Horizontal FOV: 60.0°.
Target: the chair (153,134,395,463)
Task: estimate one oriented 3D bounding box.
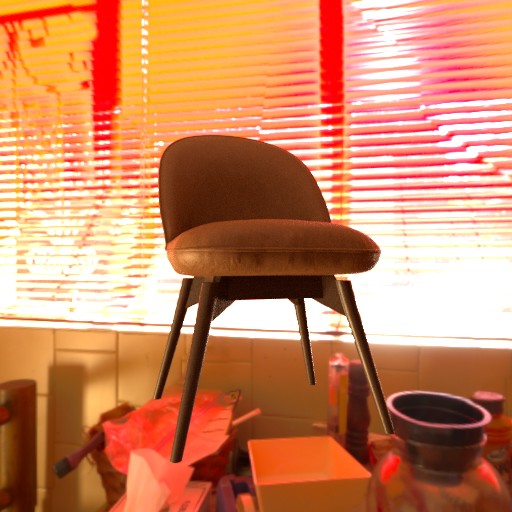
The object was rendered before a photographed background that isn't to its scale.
[{"bbox_3d":[0.000,0.000,1.211,0.521,0.831,0.631,0,-1,-17],"label":"chair"}]
